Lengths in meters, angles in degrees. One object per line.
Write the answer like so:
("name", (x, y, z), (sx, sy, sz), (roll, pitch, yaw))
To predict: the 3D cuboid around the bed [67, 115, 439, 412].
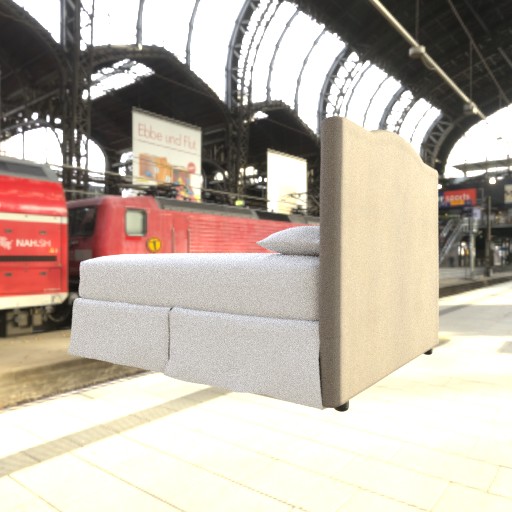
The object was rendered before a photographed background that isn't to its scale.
("bed", (0.000, 0.000, 3.239), (2.128, 1.441, 1.744), (0, 0, 36))
